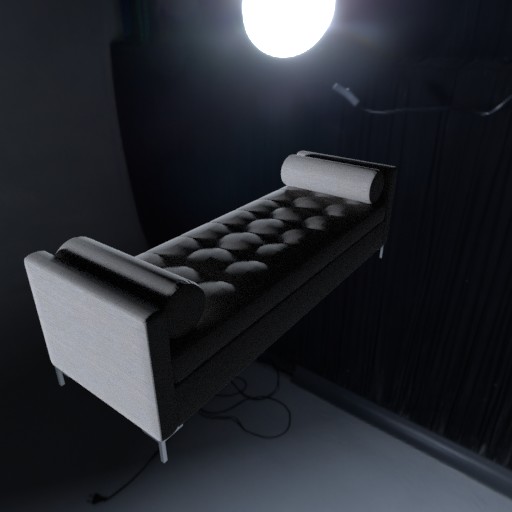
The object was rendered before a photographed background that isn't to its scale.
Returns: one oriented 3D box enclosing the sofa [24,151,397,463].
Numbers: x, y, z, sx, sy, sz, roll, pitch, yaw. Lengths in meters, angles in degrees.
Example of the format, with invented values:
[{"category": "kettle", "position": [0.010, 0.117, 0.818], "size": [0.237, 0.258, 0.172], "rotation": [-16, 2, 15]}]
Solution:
[{"category": "sofa", "position": [0.000, 0.000, 2.294], "size": [0.686, 0.635, 1.981], "rotation": [19, 33, 32]}]
